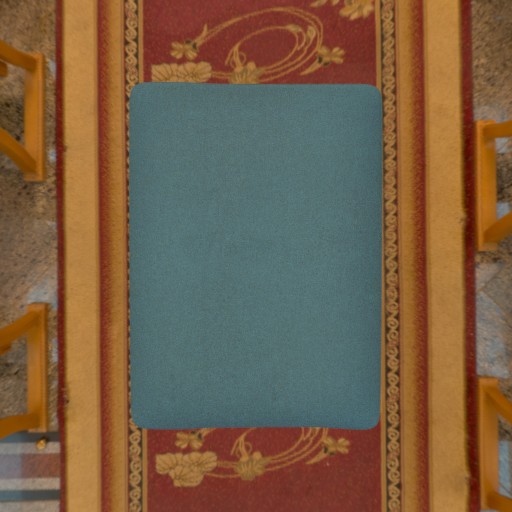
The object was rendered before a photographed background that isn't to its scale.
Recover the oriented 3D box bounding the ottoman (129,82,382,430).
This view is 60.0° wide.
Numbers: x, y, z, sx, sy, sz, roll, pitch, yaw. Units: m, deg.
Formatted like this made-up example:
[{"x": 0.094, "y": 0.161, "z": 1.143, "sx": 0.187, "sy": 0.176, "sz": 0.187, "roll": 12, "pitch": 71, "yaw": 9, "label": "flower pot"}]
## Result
[{"x": 0.000, "y": 0.000, "z": 1.090, "sx": 0.549, "sy": 0.428, "sz": 0.749, "roll": 0, "pitch": 91, "yaw": 0, "label": "ottoman"}]
